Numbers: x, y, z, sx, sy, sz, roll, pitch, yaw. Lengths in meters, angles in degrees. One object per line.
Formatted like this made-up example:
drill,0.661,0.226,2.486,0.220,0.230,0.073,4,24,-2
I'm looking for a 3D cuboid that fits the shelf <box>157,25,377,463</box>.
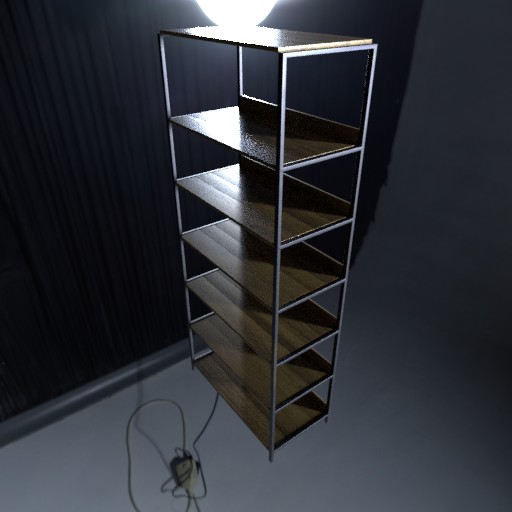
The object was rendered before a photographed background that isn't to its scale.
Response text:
shelf,0.000,0.000,2.243,0.431,2.015,0.847,-21,37,-31
